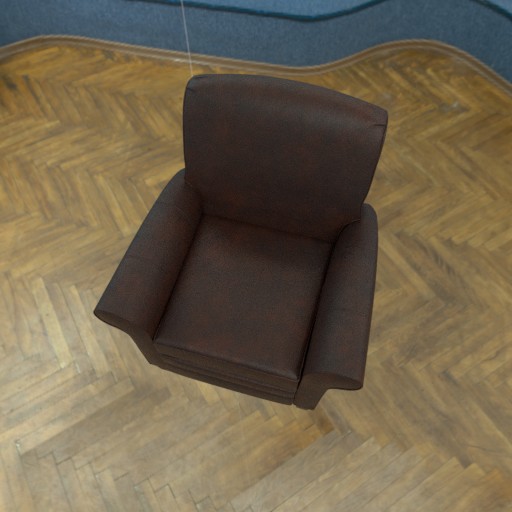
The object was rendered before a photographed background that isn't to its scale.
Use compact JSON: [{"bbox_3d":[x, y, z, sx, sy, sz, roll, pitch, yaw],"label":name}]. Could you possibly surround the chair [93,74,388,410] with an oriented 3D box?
[{"bbox_3d":[0.000,0.000,1.804,0.978,1.061,0.902,13,59,8],"label":"chair"}]
